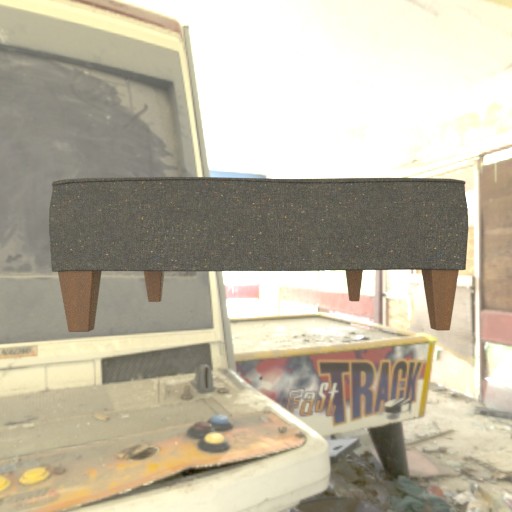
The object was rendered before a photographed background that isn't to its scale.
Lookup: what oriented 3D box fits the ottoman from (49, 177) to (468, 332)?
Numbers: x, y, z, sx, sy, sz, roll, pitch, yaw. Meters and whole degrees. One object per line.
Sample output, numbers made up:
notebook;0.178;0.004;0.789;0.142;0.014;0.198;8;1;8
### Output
ottoman;0.000;0.000;1.527;1.004;0.382;0.968;0;-1;-1
